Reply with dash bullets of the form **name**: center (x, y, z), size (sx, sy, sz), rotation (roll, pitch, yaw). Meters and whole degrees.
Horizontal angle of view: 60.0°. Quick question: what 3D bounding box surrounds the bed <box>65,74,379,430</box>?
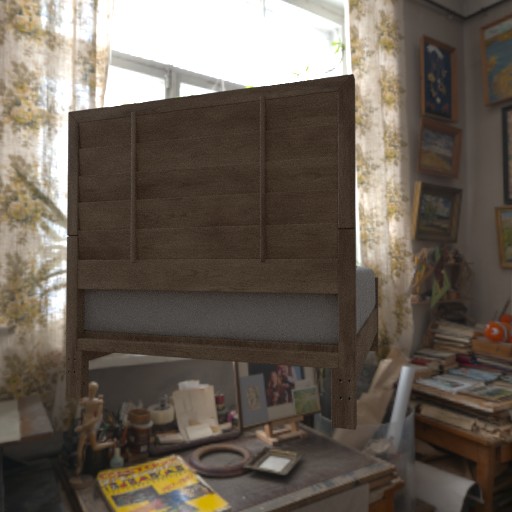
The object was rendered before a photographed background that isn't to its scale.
- **bed**: center (0.000, 0.000, 3.232), size (1.615, 1.631, 2.017), rotation (0, -1, 18)
